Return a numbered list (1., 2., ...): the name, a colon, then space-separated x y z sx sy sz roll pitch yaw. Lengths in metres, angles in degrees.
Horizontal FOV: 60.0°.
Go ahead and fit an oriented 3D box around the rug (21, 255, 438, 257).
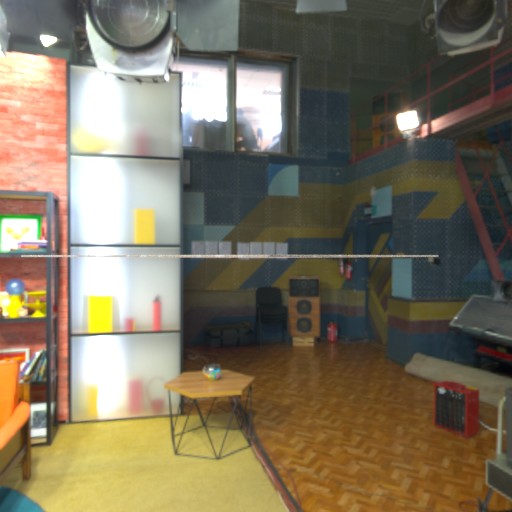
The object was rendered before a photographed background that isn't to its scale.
1. rug: 0.000 0.000 3.837 2.286 0.013 2.894 0 0 37
